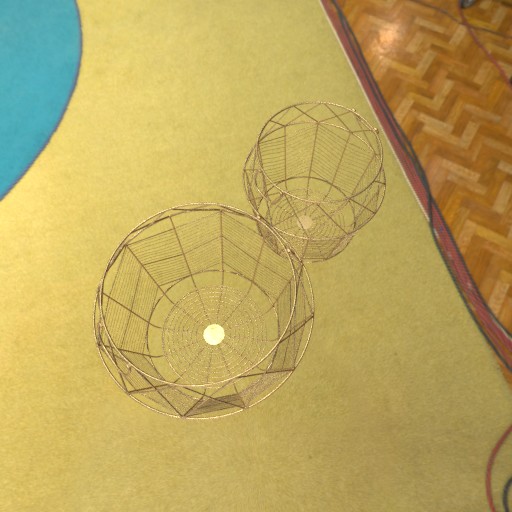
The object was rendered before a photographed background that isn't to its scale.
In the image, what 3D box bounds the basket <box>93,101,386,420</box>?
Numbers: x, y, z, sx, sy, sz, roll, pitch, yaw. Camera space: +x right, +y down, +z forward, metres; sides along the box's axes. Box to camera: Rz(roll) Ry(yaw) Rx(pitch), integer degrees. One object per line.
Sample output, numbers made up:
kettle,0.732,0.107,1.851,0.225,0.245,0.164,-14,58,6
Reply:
basket,0.000,0.000,1.035,0.451,0.343,0.805,34,69,15
